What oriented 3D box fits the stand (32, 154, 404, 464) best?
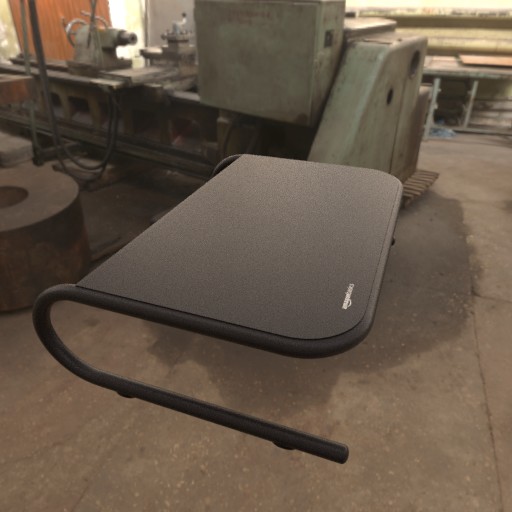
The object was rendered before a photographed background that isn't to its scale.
[{"bbox_3d":[0.000,0.000,0.492,0.280,0.108,0.370,11,32,18],"label":"stand"}]
